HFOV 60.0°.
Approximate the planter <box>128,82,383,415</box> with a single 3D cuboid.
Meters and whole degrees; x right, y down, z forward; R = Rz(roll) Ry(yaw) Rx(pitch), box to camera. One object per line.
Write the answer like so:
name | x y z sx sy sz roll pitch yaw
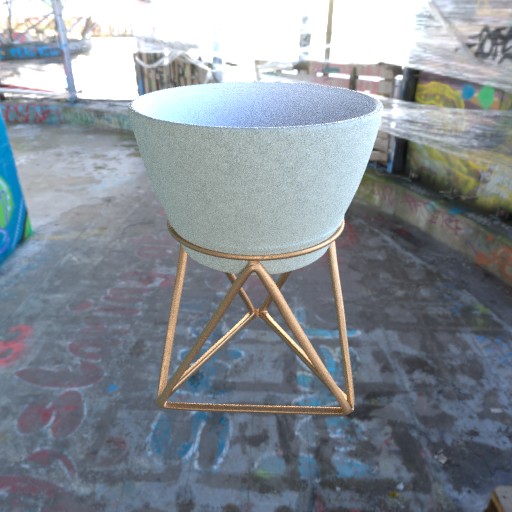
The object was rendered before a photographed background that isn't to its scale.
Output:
planter | 0.000 0.000 0.746 0.350 0.504 0.350 1 29 2
